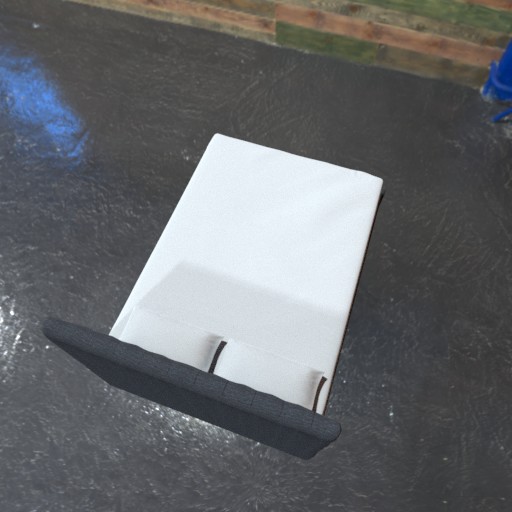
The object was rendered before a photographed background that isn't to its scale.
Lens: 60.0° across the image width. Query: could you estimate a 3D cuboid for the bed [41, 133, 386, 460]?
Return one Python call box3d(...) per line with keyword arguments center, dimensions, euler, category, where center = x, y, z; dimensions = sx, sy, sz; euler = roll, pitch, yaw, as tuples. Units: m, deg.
box3d(center=(0.000, 0.000, 3.408), dimensions=(1.698, 1.427, 2.387), euler=(18, 64, 9), category="bed")
